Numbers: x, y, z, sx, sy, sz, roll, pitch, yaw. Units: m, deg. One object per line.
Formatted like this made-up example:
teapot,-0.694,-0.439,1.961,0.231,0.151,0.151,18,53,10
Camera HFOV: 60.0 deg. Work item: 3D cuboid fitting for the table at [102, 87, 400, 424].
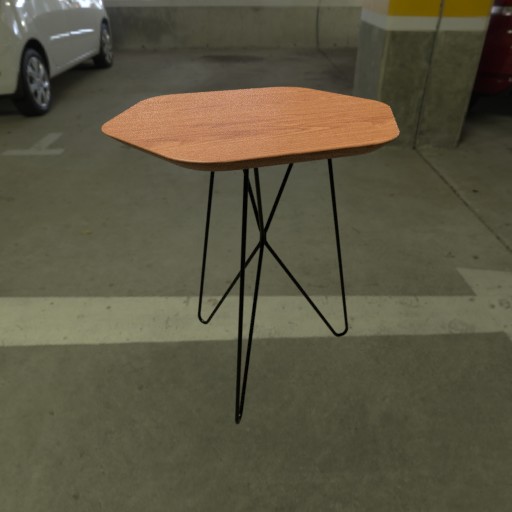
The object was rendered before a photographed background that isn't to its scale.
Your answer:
table,0.000,0.000,0.895,0.500,0.562,0.400,-10,33,-16
